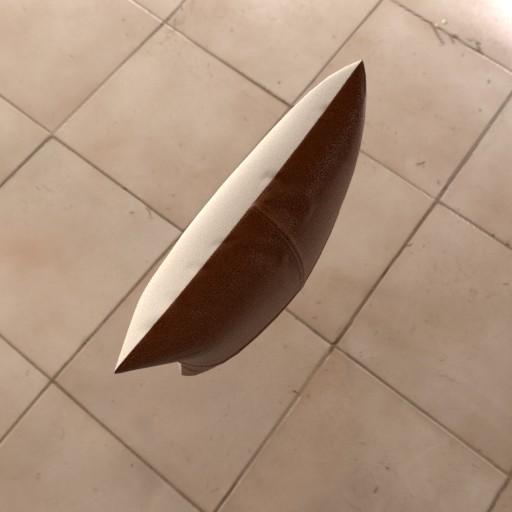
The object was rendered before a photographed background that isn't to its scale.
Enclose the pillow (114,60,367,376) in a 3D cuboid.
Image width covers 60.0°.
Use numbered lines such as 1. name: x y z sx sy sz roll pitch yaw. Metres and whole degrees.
1. pillow: 0.000 0.000 0.761 0.192 0.477 0.501 35 78 9
